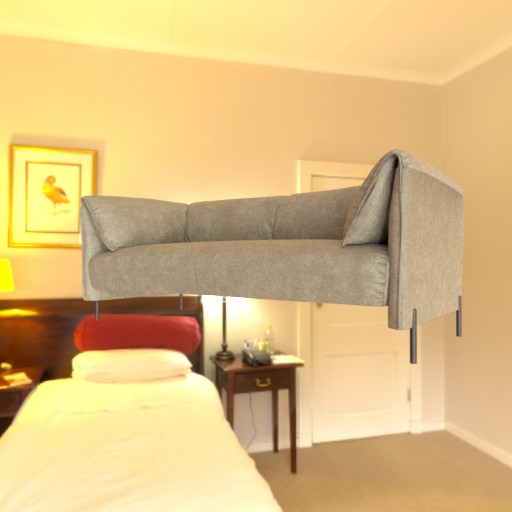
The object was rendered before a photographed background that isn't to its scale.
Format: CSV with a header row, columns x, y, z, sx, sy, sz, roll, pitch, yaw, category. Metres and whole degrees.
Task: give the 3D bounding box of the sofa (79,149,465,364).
x,y,z,sx,sy,sz,roll,pitch,yaw,category
0.000,0.000,2.316,1.878,0.747,0.905,0,-1,36,sofa
